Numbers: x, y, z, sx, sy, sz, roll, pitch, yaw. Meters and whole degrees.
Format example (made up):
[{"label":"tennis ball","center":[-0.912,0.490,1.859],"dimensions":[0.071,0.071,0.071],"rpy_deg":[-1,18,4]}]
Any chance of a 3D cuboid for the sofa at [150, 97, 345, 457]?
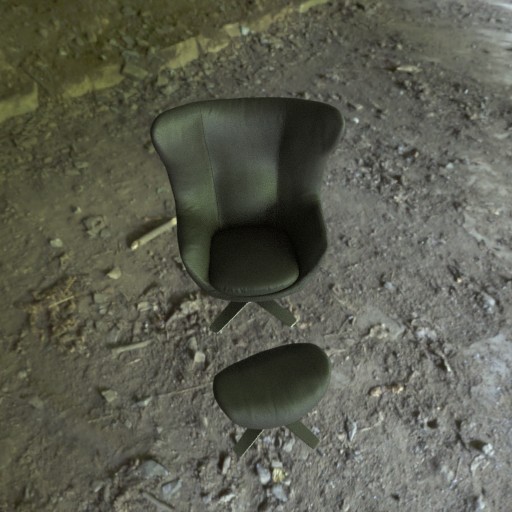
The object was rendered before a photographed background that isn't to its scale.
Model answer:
[{"label":"sofa","center":[0.000,0.000,2.148],"dimensions":[0.894,1.135,1.444],"rpy_deg":[-4,44,-4]}]
